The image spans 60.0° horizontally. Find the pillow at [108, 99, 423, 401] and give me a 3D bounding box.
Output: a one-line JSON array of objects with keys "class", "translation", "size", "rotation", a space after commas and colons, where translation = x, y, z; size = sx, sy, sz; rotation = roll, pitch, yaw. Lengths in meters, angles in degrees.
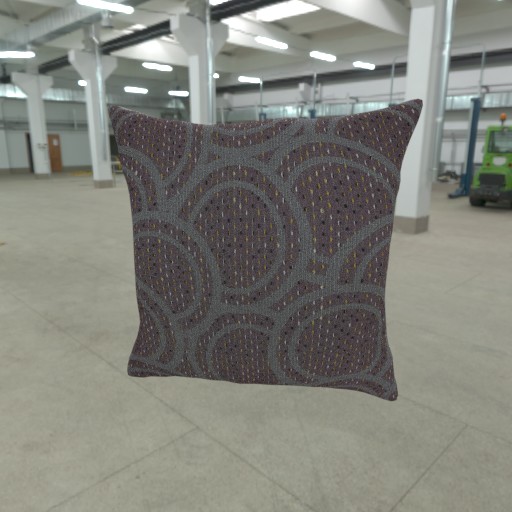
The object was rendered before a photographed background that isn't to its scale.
[{"class": "pillow", "translation": [0.000, 0.000, 0.775], "size": [0.514, 0.513, 0.163], "rotation": [2, 14, 10]}]
